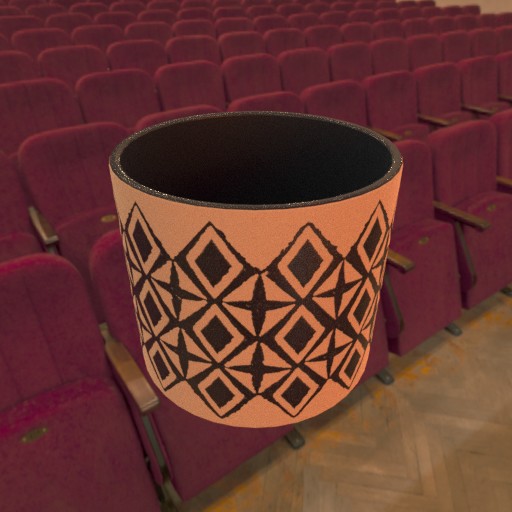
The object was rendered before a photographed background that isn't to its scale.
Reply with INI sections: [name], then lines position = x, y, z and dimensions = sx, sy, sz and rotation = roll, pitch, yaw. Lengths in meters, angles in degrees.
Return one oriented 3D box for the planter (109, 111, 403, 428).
[planter]
position = 0.000, 0.000, 0.284
dimensions = 0.159, 0.144, 0.159
rotation = 0, 32, 0
